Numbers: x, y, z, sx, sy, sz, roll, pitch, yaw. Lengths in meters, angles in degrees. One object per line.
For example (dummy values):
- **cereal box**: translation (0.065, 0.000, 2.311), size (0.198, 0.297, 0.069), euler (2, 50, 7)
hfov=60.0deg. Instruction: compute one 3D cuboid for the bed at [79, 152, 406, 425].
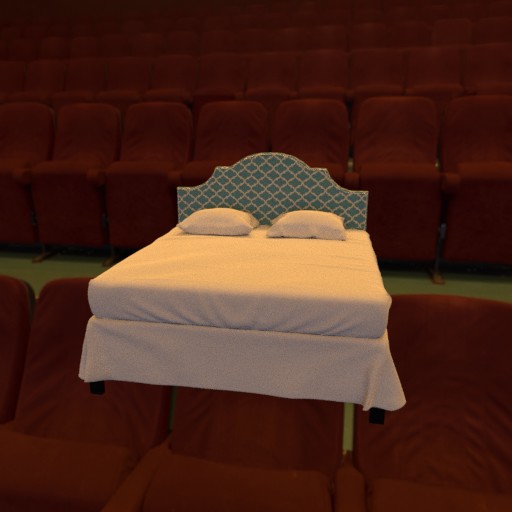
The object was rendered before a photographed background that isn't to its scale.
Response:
- **bed**: translation (0.000, 0.000, 3.742), size (2.314, 1.601, 2.222), euler (3, 16, 9)
